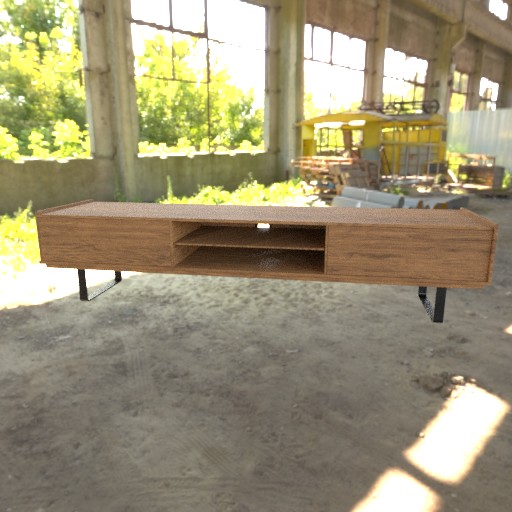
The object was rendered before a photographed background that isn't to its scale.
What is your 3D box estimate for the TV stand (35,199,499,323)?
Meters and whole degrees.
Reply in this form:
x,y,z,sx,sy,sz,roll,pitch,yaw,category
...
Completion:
x,y,z,sx,sy,sz,roll,pitch,yaw,category
0.000,0.000,1.963,1.796,0.415,0.467,2,14,9,TV stand
